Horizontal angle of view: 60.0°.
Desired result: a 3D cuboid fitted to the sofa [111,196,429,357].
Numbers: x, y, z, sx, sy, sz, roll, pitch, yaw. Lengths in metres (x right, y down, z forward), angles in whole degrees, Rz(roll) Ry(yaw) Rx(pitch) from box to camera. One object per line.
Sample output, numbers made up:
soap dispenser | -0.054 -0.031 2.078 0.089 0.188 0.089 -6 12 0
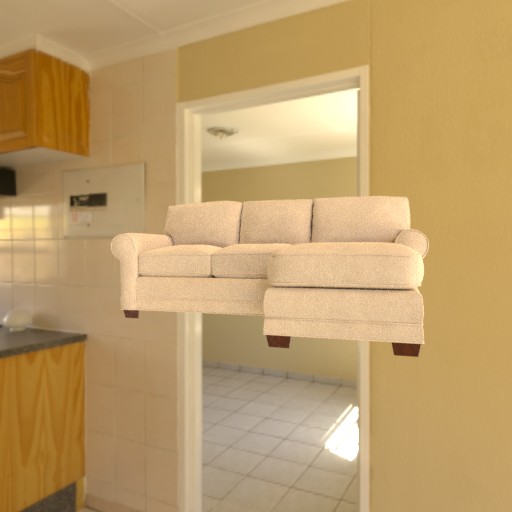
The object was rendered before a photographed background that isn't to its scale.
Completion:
sofa | 0.000 0.000 2.436 1.770 0.734 1.226 0 1 18
